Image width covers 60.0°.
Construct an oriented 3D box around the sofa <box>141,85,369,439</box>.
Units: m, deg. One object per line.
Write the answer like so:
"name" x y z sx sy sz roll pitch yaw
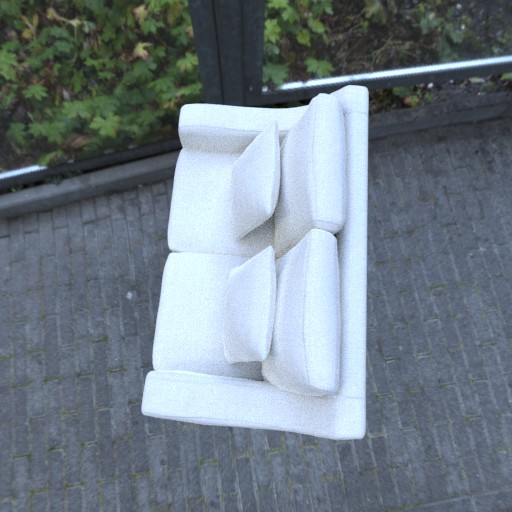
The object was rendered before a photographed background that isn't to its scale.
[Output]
"sofa" 0.000 0.000 2.397 1.040 1.047 1.744 4 75 1
